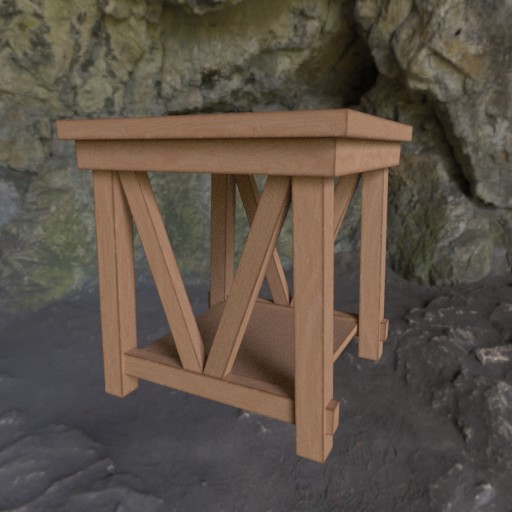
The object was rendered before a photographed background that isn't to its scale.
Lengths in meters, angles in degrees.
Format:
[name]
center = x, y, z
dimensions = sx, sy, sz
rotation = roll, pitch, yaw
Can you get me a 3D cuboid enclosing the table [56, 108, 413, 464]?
[table]
center = 0.000, 0.000, 1.113
dimensions = 0.612, 0.638, 0.610
rotation = 7, 15, 26
